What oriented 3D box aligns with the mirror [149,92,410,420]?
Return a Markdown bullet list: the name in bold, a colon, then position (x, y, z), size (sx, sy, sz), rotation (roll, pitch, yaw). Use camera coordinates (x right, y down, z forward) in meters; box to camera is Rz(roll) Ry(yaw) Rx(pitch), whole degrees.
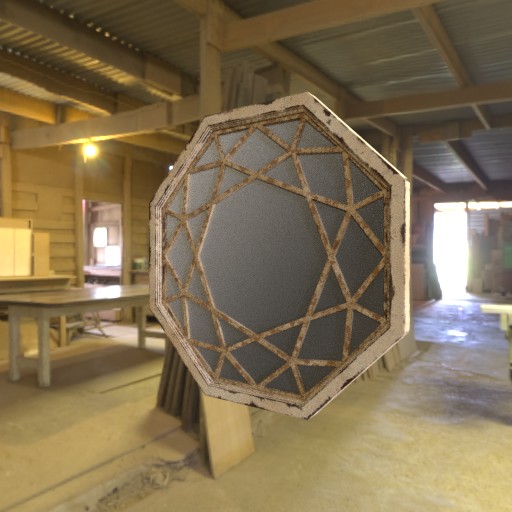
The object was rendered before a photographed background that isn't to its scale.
- **mirror**: position (0.000, 0.000, 0.962), size (0.648, 0.648, 0.031), rotation (0, 0, 35)
